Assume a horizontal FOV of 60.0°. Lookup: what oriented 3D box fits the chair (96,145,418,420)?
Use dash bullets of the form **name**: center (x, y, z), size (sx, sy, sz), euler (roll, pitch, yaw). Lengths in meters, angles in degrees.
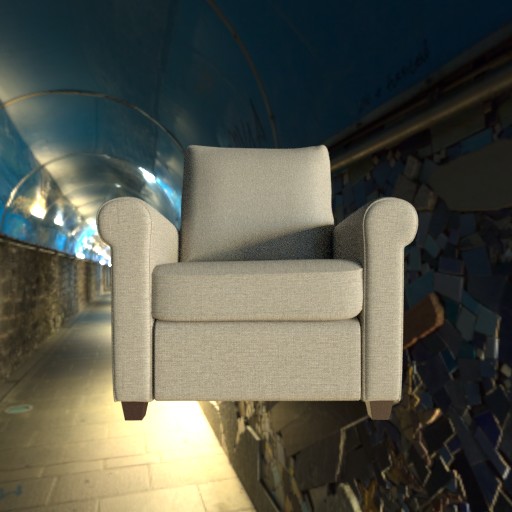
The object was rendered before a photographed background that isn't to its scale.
- **chair**: center (0.000, 0.000, 2.315), size (1.275, 1.349, 1.180), euler (0, -1, -1)
